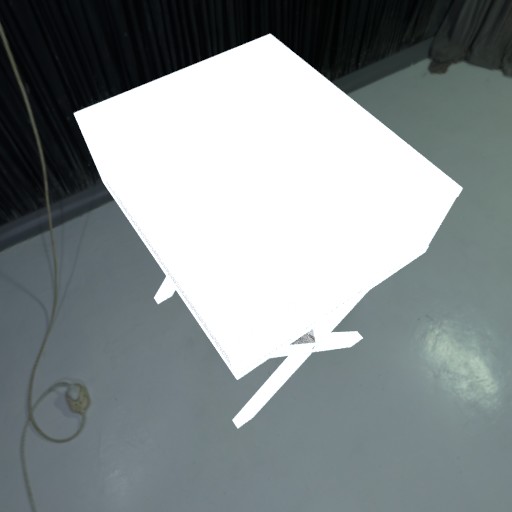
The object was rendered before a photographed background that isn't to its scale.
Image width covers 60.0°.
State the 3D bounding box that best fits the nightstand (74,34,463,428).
[{"bbox_3d":[0.000,0.000,0.950,0.402,0.623,0.479,-30,62,-18],"label":"nightstand"}]
